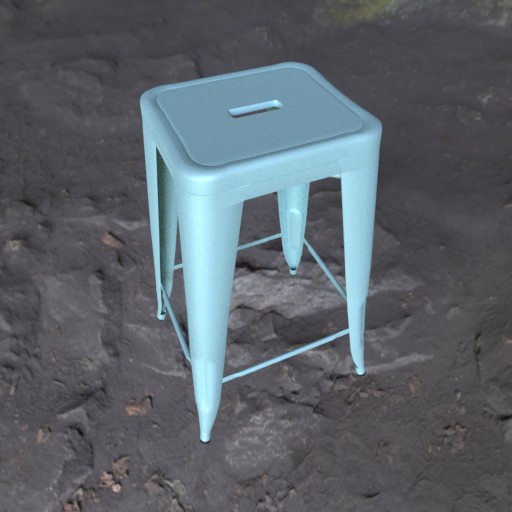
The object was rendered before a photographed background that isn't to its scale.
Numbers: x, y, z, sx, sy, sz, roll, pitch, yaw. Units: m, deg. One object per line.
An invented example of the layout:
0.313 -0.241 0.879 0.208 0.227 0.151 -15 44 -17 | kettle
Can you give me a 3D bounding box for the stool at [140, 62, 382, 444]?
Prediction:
0.000 0.000 0.849 0.399 0.609 0.359 -18 49 -17 | stool
